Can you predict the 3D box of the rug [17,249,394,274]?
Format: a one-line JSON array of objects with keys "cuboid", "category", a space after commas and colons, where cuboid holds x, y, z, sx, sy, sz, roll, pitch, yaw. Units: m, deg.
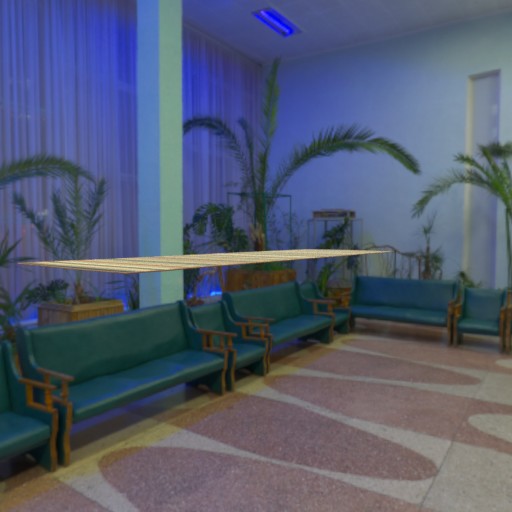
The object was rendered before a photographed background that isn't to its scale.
[{"cuboid": [0.000, 0.000, 2.678, 0.799, 0.010, 2.444, 2, 3, 38], "category": "rug"}]
